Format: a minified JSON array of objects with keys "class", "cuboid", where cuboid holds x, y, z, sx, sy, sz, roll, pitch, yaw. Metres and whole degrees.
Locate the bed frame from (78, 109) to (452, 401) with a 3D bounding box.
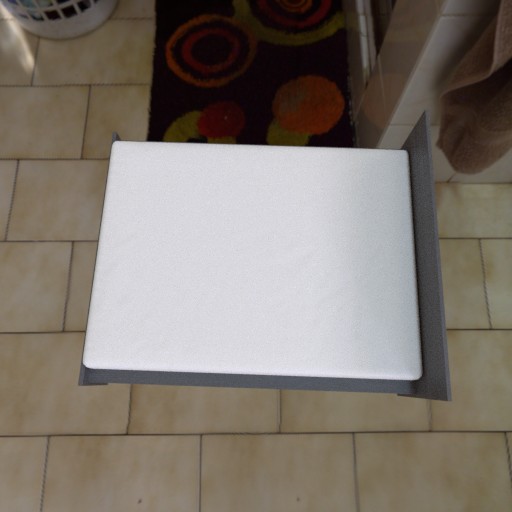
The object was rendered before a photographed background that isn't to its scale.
[{"class":"bed frame","cuboid":[0.000,0.000,2.763,1.960,0.800,1.622,2,74,1]}]
